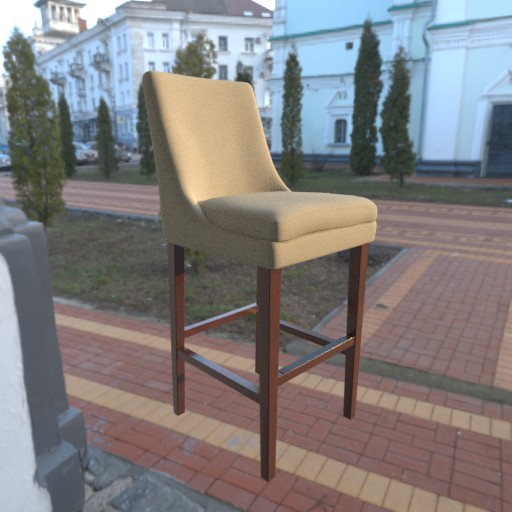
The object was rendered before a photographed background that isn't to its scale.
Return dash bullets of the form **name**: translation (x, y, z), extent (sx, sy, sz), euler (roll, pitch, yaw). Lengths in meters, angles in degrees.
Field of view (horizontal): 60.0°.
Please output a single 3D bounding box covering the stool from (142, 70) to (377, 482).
- **stool**: translation (0.000, 0.000, 1.366), extent (0.470, 1.078, 0.577), euler (-14, 20, -43)
